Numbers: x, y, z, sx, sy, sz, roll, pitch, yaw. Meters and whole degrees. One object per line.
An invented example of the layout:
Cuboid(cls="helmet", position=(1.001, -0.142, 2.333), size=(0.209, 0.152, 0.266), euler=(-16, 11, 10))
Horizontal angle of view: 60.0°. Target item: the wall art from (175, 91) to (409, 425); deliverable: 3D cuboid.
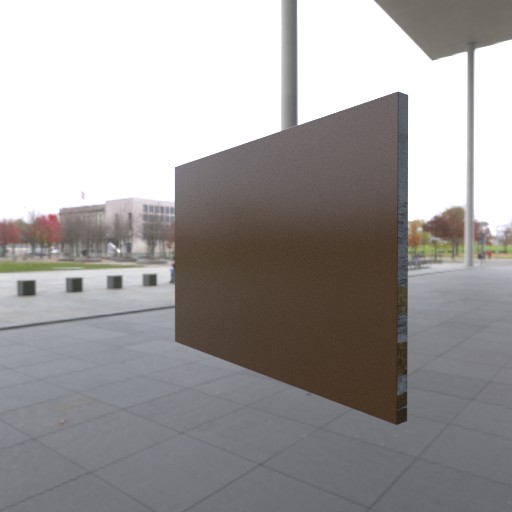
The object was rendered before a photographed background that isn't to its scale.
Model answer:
Cuboid(cls="wall art", position=(0.000, 0.000, 1.483), size=(0.041, 0.762, 1.145), euler=(-1, 1, -36))
